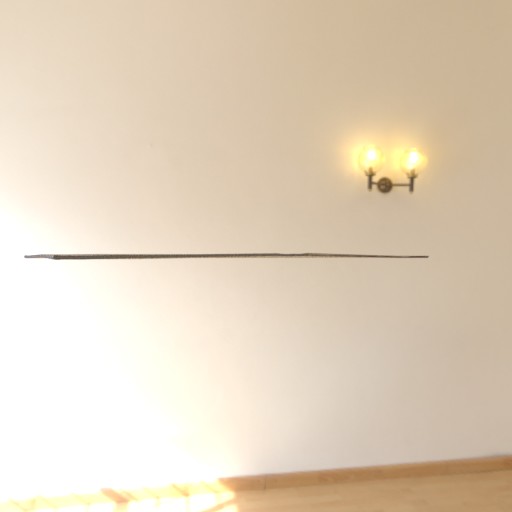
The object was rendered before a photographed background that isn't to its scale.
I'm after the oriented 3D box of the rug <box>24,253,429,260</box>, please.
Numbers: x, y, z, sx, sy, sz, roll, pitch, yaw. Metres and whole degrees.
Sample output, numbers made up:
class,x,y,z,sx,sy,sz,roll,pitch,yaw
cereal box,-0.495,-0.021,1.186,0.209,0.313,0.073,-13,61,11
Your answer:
class,x,y,z,sx,sy,sz,roll,pitch,yaw
rug,0.000,0.000,2.571,2.320,0.032,0.692,0,0,-34
